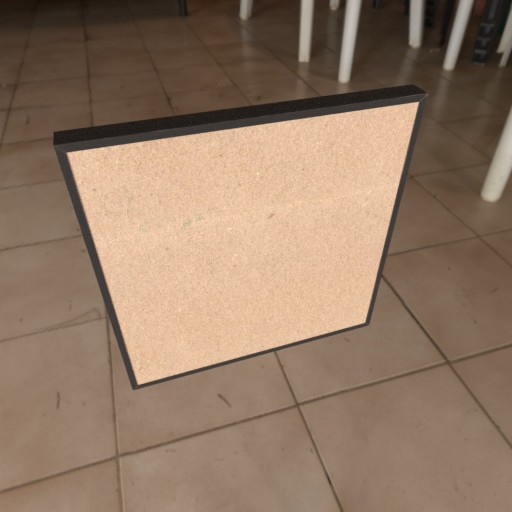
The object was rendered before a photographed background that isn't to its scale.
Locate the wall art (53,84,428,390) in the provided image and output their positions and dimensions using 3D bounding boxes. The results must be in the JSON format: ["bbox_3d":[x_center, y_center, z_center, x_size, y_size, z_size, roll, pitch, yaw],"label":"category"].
[{"bbox_3d":[0.000,0.000,0.753,0.508,0.508,0.038,-12,42,-14],"label":"wall art"}]
